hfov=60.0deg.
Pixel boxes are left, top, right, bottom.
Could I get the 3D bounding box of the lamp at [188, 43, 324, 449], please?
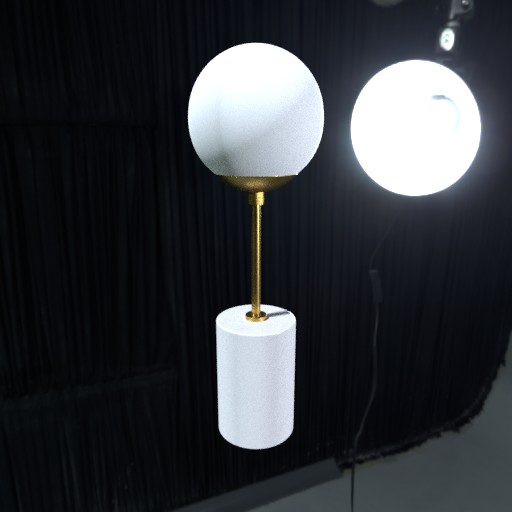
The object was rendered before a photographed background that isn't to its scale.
[{"bbox_3d":[0.000,0.000,0.548,0.153,0.480,0.153,0,15,0],"label":"lamp"}]
